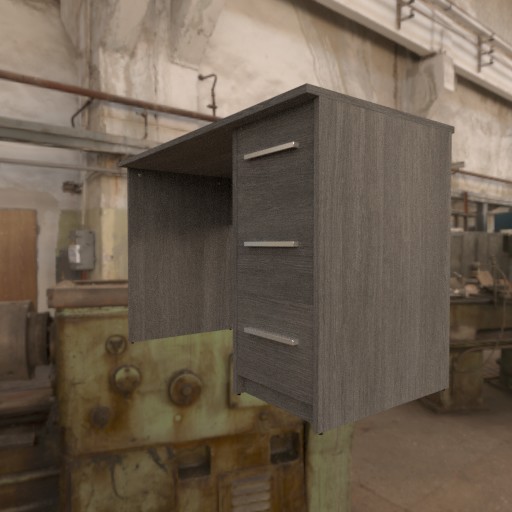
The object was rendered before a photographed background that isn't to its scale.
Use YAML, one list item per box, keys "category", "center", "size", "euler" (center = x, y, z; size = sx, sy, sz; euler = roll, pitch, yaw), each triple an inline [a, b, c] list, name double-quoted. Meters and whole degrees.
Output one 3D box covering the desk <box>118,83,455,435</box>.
- category: "desk"
  center: [0.000, 0.000, 1.514]
  size: [0.560, 0.735, 1.097]
  euler: [-1, 2, -37]
